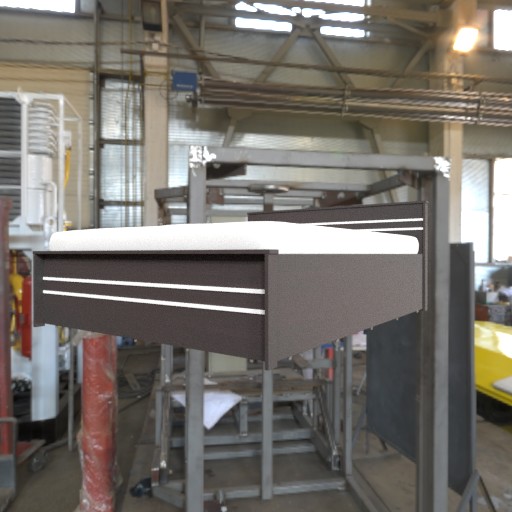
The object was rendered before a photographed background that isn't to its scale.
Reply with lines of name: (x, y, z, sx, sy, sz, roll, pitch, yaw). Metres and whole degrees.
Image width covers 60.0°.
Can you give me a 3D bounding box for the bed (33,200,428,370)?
bed: (0.000, 0.000, 2.911, 1.634, 0.808, 2.103, 0, 0, 36)
